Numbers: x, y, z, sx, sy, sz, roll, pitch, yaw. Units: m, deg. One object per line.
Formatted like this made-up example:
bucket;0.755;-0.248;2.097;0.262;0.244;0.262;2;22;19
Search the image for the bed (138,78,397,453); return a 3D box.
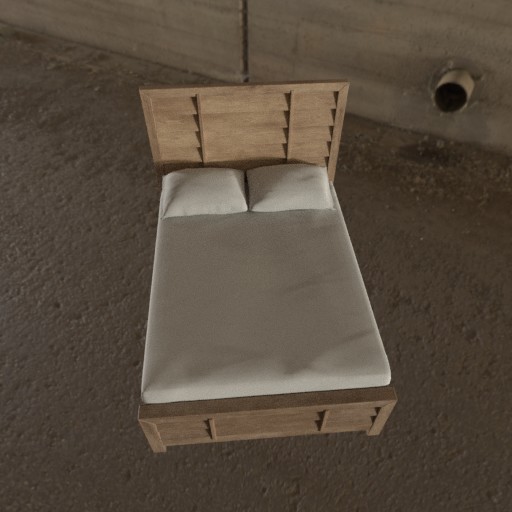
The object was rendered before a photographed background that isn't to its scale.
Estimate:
bed;0.000;0.000;3.316;1.626;1.626;2.197;-3;48;-3
